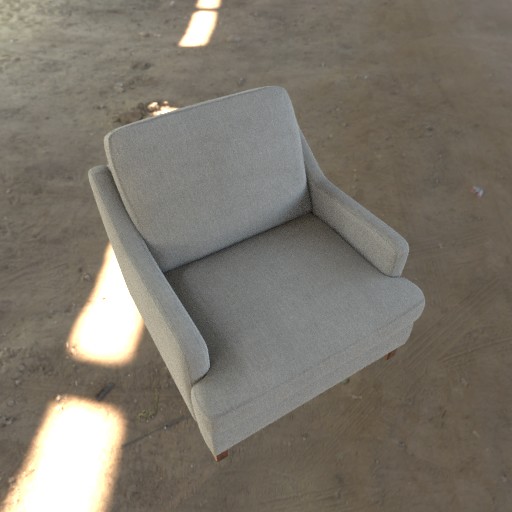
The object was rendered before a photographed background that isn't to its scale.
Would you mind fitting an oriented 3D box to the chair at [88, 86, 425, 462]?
[{"bbox_3d":[0.000,0.000,1.536,0.826,0.821,0.892,-23,50,-21],"label":"chair"}]
